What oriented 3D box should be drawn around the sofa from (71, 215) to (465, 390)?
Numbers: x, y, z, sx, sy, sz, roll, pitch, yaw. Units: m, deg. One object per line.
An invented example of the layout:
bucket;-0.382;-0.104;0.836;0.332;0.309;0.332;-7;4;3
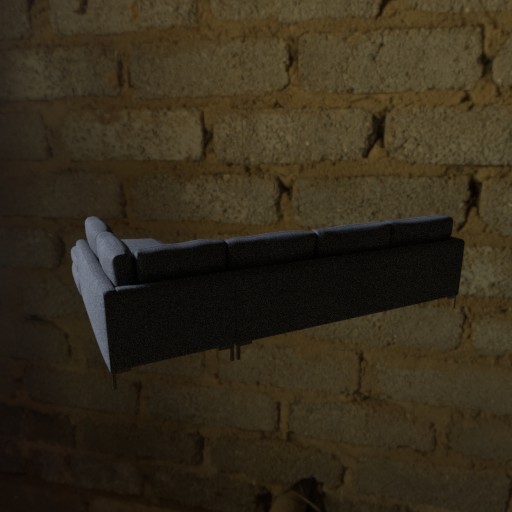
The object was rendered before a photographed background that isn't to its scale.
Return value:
sofa;0.000;0.000;3.962;2.949;0.815;2.007;-7;17;-26
